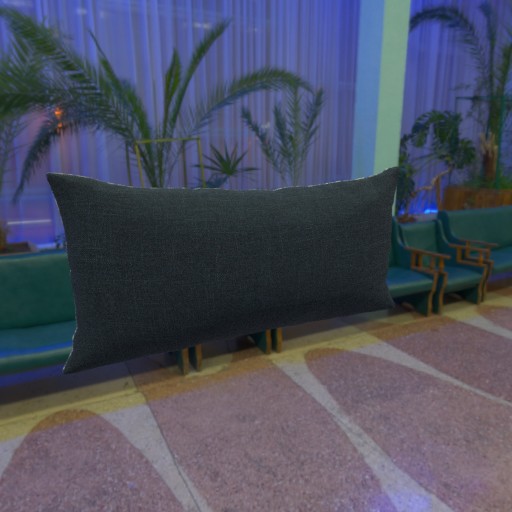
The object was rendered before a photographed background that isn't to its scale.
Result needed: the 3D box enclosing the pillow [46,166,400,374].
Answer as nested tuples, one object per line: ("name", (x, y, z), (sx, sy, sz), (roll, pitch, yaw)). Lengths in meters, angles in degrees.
("pillow", (0.000, 0.000, 0.749), (0.631, 0.292, 0.148), (-7, 15, -25))
